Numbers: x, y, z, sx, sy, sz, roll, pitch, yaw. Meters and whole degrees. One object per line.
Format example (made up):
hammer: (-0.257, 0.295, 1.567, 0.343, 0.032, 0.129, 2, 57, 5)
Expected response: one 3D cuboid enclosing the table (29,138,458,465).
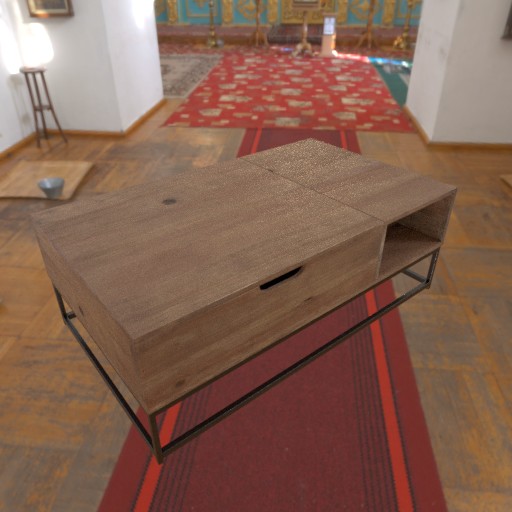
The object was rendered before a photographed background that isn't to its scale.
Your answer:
table: (0.000, 0.000, 1.417, 1.101, 0.395, 0.655, -23, 39, -32)
